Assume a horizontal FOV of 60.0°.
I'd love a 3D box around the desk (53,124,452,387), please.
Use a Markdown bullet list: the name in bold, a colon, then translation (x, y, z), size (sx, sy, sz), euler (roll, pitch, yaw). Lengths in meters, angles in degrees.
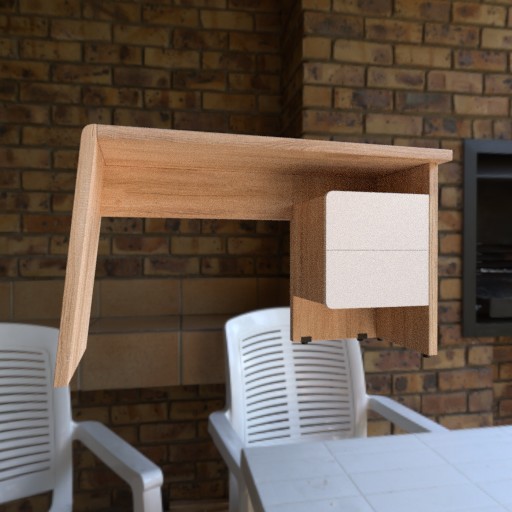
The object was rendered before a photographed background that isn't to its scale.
- **desk**: translation (0.000, 0.000, 1.634), size (1.300, 0.750, 0.500), euler (0, 1, -15)
